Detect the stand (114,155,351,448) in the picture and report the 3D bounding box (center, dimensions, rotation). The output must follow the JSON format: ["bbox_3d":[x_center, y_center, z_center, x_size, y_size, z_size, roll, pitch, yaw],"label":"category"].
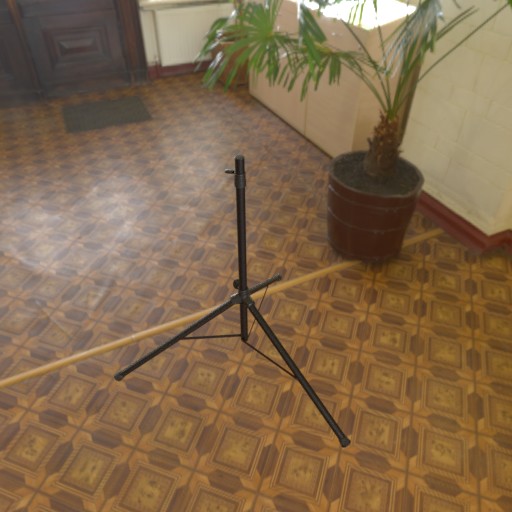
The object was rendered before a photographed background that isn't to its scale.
[{"bbox_3d":[0.000,0.000,2.779,1.596,1.595,1.339,12,42,14],"label":"stand"}]
